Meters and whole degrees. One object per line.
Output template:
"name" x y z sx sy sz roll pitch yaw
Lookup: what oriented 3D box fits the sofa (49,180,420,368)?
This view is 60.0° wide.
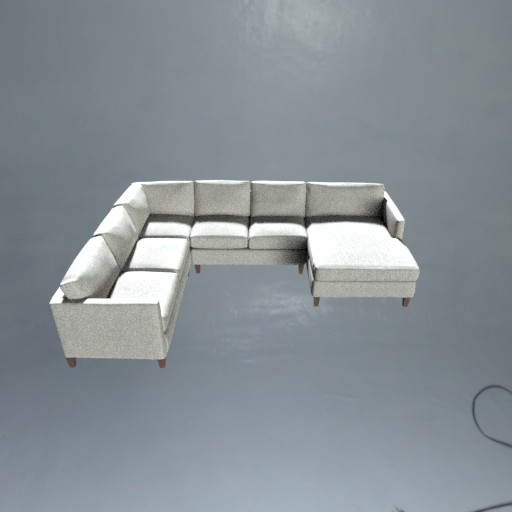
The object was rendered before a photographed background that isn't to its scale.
"sofa" 0.000 0.000 4.880 3.460 0.959 2.593 0 30 0
